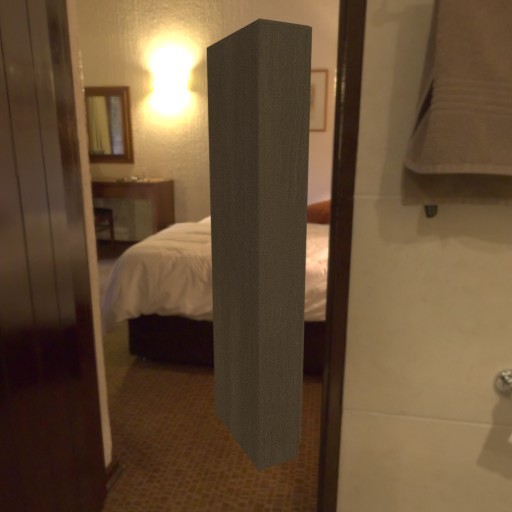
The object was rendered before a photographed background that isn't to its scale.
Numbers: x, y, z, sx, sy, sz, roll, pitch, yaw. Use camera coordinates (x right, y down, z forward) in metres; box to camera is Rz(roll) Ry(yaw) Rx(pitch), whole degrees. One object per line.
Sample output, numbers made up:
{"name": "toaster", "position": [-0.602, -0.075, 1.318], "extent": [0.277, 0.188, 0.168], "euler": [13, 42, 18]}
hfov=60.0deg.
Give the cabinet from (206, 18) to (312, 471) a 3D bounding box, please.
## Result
{"name": "cabinet", "position": [0.000, 0.000, 1.980], "extent": [0.230, 1.790, 0.500], "euler": [-7, 15, -26]}
